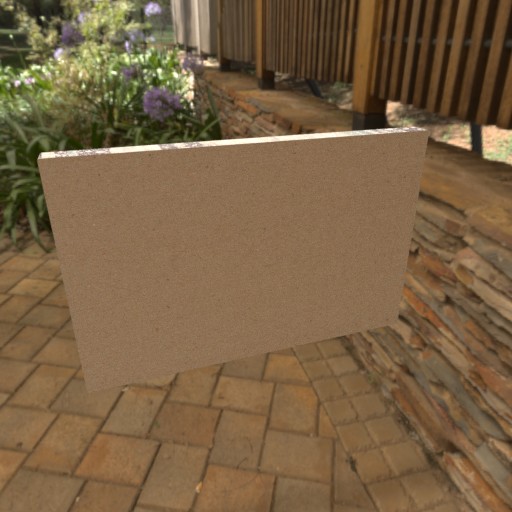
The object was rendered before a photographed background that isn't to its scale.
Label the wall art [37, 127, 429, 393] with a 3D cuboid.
[{"bbox_3d":[0.000,0.000,0.772,0.618,0.398,0.042,-9,27,-17],"label":"wall art"}]
